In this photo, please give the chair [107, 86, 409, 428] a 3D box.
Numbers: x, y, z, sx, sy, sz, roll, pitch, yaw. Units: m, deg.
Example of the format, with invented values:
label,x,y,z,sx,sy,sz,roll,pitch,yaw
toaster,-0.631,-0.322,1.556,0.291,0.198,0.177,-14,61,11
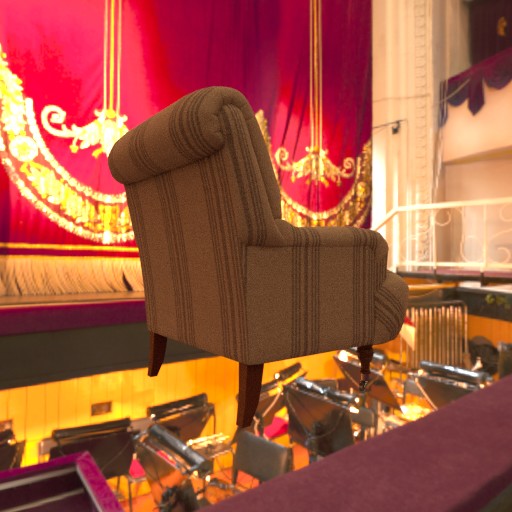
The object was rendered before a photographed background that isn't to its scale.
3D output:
label,x,y,z,sx,sy,sz,roll,pitch,yaw
chair,0.000,0.000,1.636,0.914,0.940,0.813,0,0,-36
